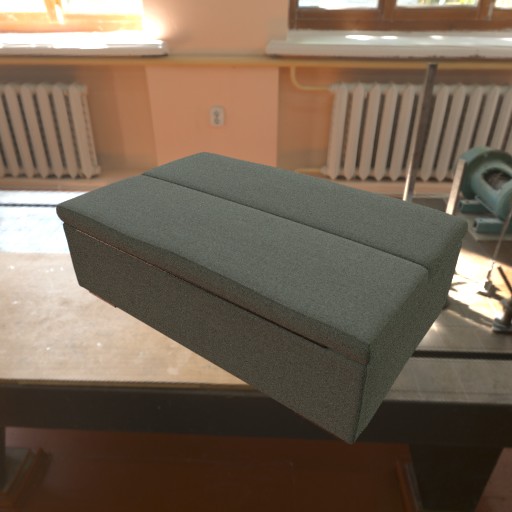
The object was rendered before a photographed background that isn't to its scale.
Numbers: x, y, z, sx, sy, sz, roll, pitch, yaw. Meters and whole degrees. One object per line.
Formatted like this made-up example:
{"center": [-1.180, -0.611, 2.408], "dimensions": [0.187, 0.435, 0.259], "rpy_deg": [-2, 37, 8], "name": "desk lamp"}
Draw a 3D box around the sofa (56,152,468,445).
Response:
{"center": [0.000, 0.000, 1.650], "dimensions": [1.250, 0.434, 0.817], "rpy_deg": [21, 37, 31], "name": "sofa"}
